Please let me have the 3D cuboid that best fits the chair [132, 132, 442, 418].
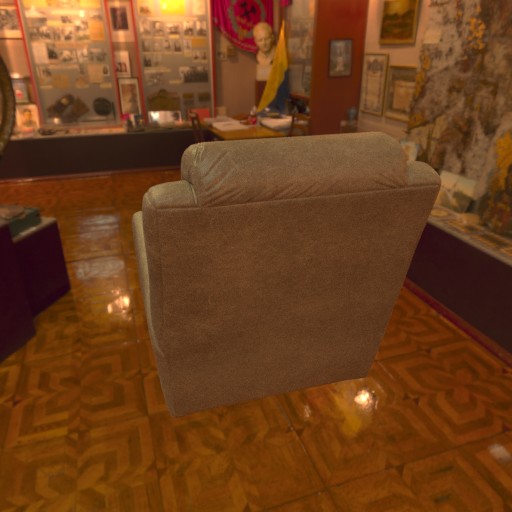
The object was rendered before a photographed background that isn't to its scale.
[{"bbox_3d":[0.000,0.000,1.851,0.965,1.116,1.068,-7,26,-15],"label":"chair"}]
